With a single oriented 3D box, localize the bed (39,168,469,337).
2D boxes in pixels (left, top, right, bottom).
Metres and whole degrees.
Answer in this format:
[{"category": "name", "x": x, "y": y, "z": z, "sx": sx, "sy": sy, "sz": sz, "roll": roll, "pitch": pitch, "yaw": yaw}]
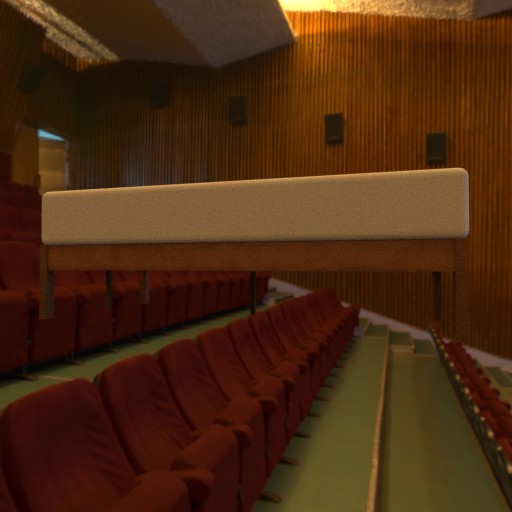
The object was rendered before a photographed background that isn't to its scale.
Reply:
[{"category": "bed", "x": 0.000, "y": 0.000, "z": 2.331, "sx": 1.902, "sy": 0.616, "sz": 0.961, "roll": 0, "pitch": -1, "yaw": 17}]
